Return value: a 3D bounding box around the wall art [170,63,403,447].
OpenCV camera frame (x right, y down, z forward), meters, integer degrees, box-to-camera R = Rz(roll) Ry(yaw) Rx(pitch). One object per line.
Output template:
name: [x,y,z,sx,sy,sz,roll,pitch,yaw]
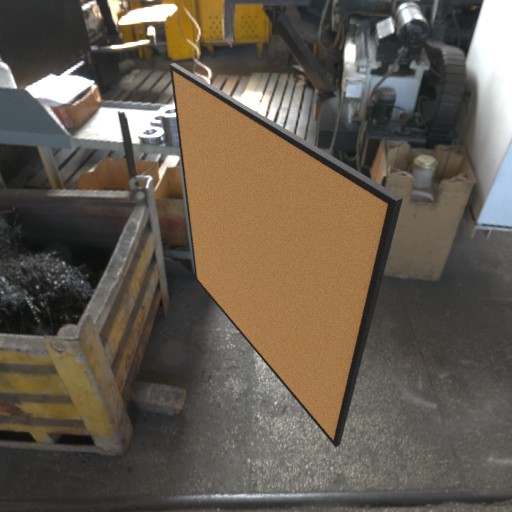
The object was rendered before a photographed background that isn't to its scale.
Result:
wall art: [0.000,0.000,0.998,0.015,0.663,0.664,-24,46,-25]
